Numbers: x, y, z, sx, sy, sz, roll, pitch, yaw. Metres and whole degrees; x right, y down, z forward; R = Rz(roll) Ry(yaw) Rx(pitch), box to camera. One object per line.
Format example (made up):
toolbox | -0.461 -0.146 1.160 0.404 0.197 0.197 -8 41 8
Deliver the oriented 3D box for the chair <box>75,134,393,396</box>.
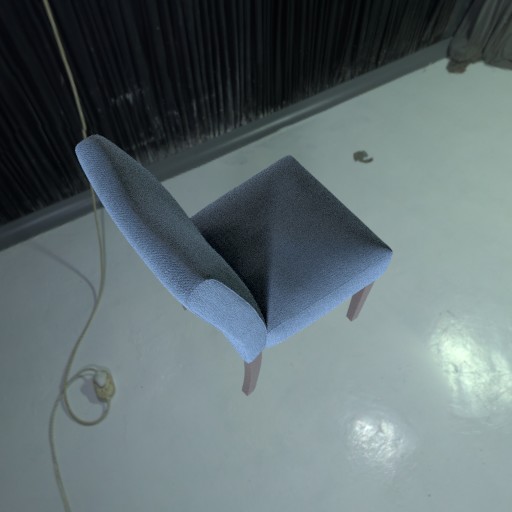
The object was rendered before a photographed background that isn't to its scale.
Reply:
chair | 0.000 0.000 1.255 0.629 0.882 0.487 -32 64 -18
